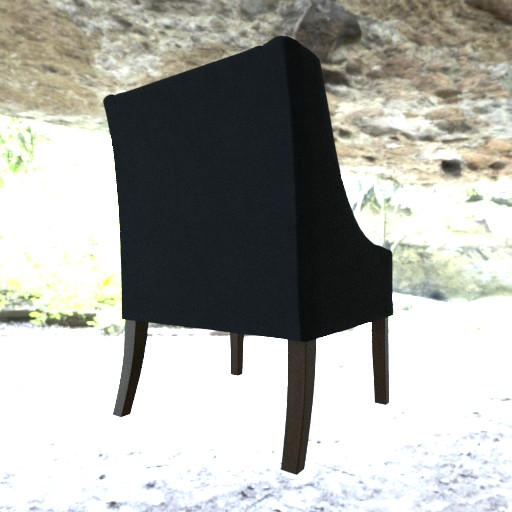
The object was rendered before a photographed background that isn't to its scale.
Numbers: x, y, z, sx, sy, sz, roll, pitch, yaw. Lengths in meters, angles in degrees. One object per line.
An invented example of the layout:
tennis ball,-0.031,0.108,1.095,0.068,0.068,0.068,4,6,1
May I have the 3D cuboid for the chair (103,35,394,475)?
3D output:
chair,0.000,0.000,1.299,0.629,0.895,0.629,0,0,36
